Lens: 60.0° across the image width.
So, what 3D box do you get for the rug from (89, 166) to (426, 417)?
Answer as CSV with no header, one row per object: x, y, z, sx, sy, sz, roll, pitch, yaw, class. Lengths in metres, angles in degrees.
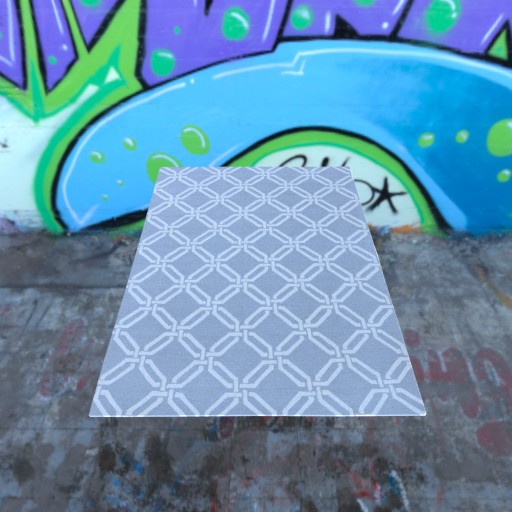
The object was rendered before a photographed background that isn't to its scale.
0.000,0.000,2.774,1.522,0.013,2.133,0,42,0,rug
